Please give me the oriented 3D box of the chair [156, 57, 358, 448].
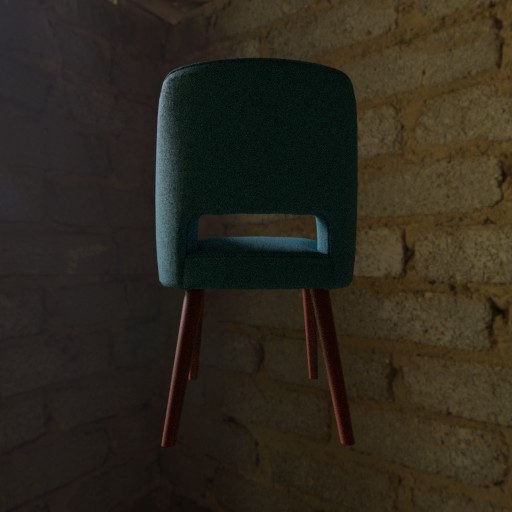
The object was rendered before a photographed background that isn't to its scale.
[{"bbox_3d":[0.000,0.000,1.237,0.548,0.849,0.605,0,0,-2],"label":"chair"}]
